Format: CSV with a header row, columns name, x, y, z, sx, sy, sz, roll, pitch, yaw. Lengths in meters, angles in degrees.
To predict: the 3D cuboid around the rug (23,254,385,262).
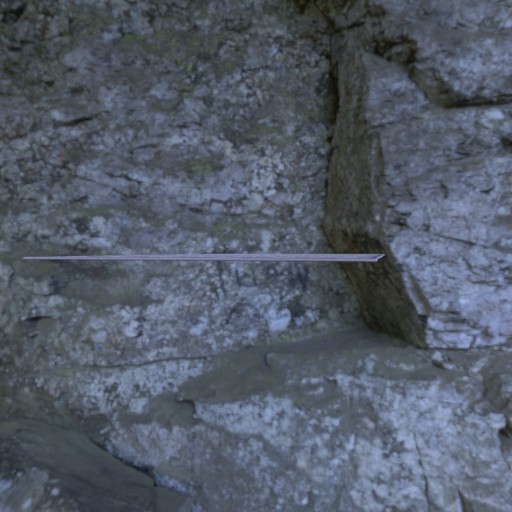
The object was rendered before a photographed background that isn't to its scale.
name,x,y,z,sx,sy,sz,roll,pitch,yaw
rug,0.000,0.000,2.916,1.600,0.013,2.260,0,1,17
